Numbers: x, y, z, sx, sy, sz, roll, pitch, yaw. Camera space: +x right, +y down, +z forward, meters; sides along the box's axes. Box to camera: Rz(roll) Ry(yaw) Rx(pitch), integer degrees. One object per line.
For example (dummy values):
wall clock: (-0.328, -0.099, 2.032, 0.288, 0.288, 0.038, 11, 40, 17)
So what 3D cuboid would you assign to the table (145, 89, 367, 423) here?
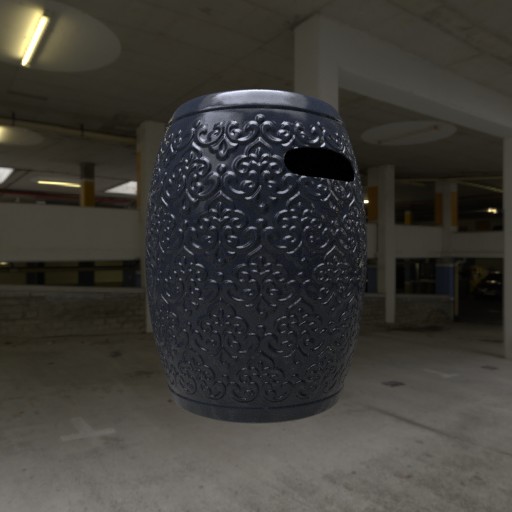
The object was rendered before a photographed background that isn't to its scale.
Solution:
table: (0.000, 0.000, 0.635, 0.309, 0.397, 0.309, 0, 0, 0)
